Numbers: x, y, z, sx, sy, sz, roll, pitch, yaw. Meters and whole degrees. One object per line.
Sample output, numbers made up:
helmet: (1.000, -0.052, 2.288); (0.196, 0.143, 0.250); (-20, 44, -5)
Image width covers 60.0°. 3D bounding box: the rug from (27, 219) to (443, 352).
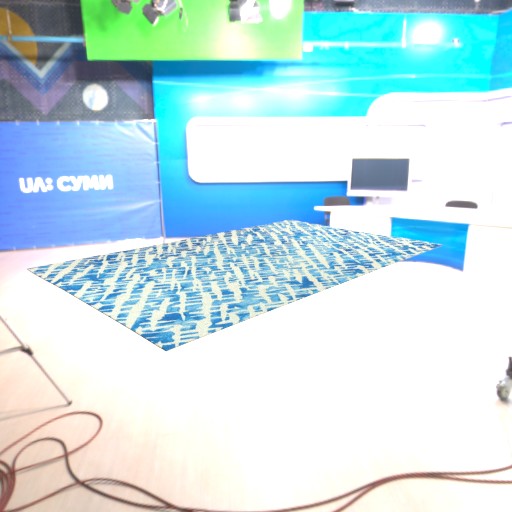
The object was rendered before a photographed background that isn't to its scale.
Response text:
rug: (0.000, 0.000, 3.024); (2.447, 0.011, 1.520); (-14, 20, -43)
